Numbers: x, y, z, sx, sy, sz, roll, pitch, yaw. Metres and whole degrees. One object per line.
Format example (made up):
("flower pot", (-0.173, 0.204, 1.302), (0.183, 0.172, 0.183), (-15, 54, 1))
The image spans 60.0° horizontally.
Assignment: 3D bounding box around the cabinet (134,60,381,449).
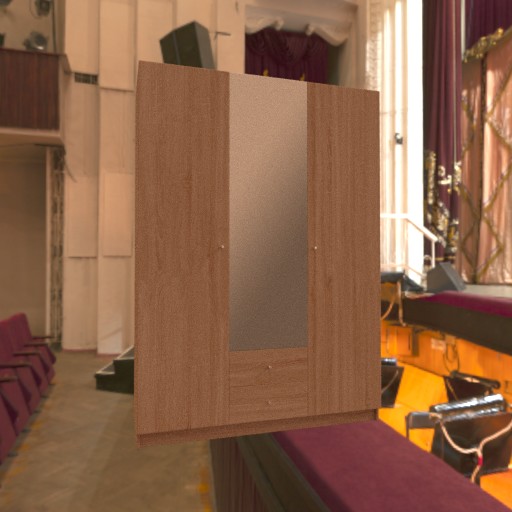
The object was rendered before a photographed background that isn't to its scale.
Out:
("cabinet", (0.000, 0.000, 2.874), (1.500, 2.120, 0.590), (0, -1, -17))
